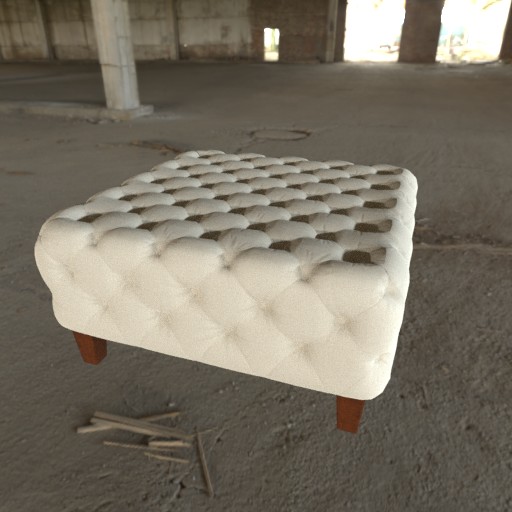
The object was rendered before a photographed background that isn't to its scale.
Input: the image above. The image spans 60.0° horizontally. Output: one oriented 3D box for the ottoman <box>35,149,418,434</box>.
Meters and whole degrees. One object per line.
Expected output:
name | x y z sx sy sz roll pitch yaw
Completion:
ottoman | 0.000 0.000 1.170 0.755 0.376 0.753 9 28 17
